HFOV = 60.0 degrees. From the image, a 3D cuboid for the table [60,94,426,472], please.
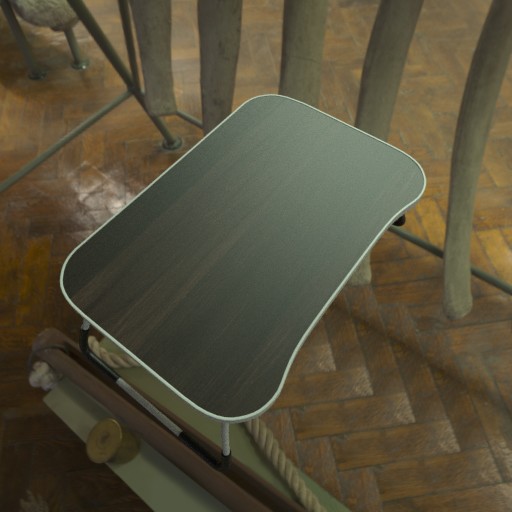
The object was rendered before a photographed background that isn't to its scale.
[{"bbox_3d":[0.000,0.000,0.851,0.400,0.232,0.660,33,64,19],"label":"table"}]
